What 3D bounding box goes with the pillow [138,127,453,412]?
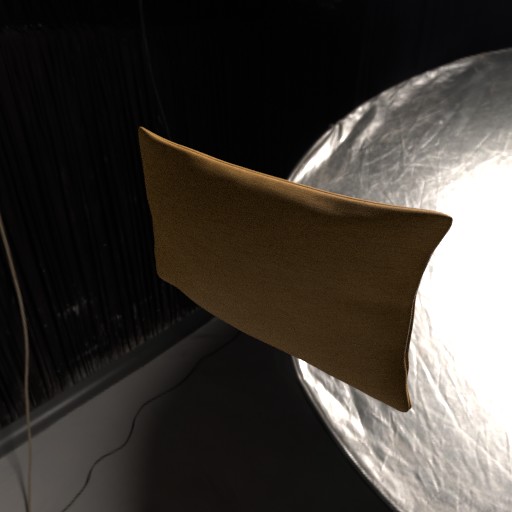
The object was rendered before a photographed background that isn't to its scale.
[{"bbox_3d":[0.000,0.000,0.796,0.634,0.354,0.210,23,38,34],"label":"pillow"}]
